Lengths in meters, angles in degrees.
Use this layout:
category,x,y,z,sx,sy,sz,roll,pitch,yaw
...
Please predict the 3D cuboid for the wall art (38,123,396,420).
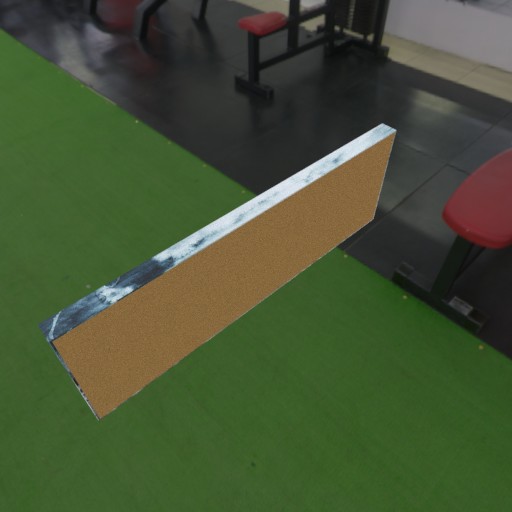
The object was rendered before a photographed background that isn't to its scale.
category,x,y,z,sx,sy,sz,roll,pitch,yaw
wall art,0.000,0.000,0.850,0.759,0.251,0.037,-34,55,-27
